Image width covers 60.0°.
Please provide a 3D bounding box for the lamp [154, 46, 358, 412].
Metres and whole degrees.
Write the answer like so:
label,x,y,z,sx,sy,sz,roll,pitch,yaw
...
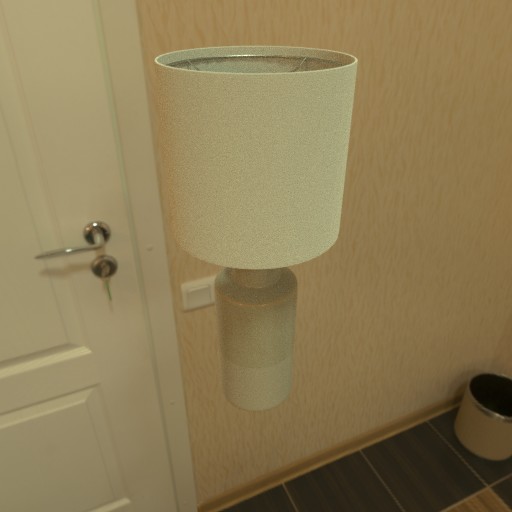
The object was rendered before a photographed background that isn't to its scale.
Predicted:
label,x,y,z,sx,sy,sz,roll,pitch,yaw
lamp,0.000,0.000,0.597,0.212,0.493,0.212,21,37,31
